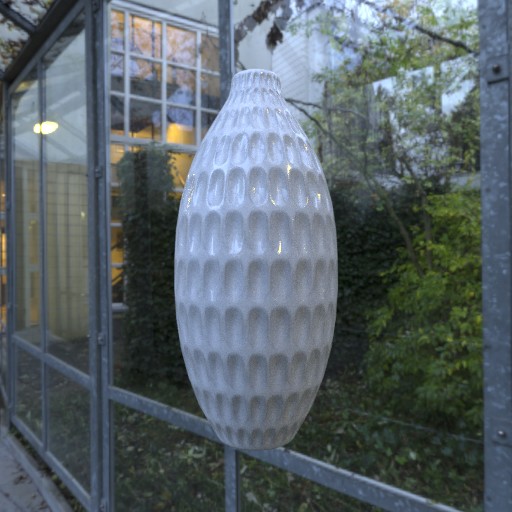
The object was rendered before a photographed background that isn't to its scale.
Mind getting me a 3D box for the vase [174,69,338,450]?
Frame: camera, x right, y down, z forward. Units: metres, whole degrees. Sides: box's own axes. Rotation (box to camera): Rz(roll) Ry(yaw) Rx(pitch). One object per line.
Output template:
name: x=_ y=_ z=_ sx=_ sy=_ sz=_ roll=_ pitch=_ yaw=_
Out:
vase: x=0.000 y=0.000 z=0.350 sx=0.127 sy=0.282 sz=0.127 roll=0 pitch=0 yaw=0
